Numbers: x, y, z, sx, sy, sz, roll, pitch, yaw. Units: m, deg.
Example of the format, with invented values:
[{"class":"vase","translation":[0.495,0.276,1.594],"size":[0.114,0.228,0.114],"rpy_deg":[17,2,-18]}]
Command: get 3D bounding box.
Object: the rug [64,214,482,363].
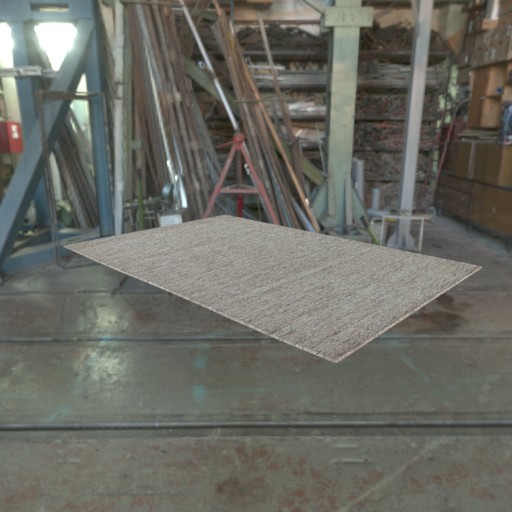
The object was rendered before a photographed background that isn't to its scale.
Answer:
[{"class":"rug","translation":[0.000,0.000,2.883],"size":[2.283,0.013,1.547],"rpy_deg":[15,22,42]}]
